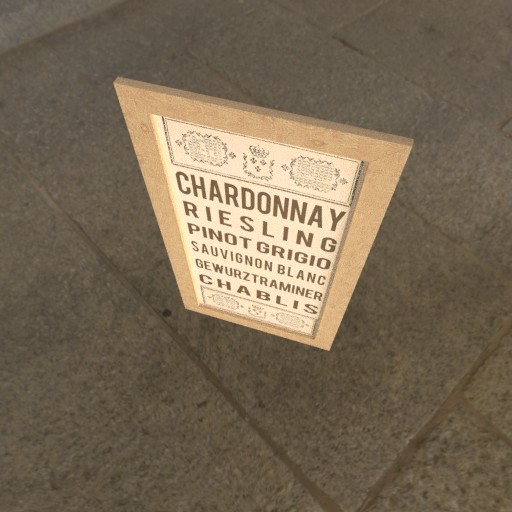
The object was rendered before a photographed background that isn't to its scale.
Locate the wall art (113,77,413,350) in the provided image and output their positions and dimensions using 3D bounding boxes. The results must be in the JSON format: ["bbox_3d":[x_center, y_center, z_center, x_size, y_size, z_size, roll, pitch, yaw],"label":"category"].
[{"bbox_3d":[0.000,0.000,0.833,0.381,0.683,0.013,15,59,9],"label":"wall art"}]
